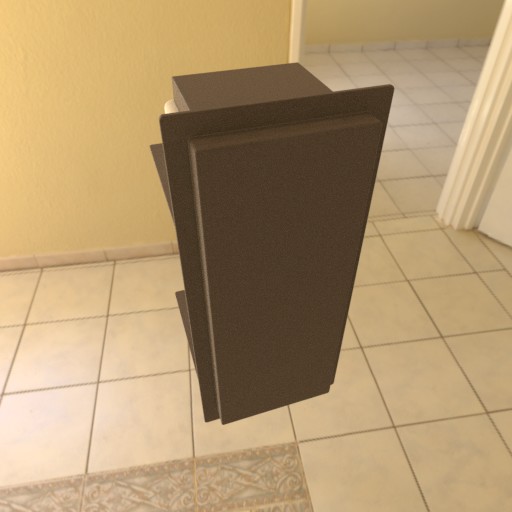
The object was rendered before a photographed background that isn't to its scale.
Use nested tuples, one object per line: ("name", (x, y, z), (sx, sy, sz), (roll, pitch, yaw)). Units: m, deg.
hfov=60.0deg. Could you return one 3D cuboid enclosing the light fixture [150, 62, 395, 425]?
("light fixture", (0.000, 0.000, 0.424), (0.153, 0.347, 0.146), (-12, 43, -14))
